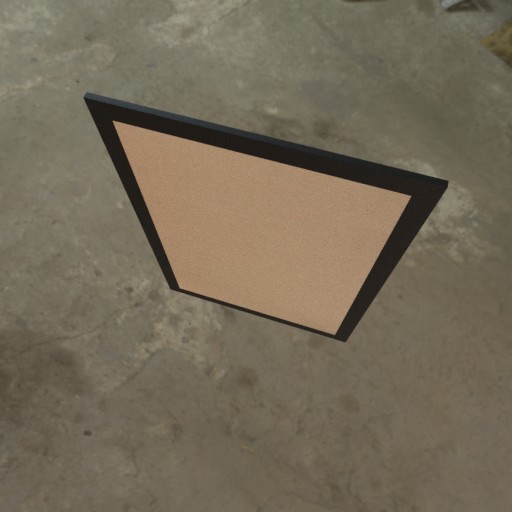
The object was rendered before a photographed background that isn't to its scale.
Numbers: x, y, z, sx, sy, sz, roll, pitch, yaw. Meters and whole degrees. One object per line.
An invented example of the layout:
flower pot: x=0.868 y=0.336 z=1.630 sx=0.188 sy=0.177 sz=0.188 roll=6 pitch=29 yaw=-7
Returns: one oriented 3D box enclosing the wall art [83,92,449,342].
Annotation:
wall art: x=0.000 y=0.000 z=0.678 sx=0.379 sy=0.530 sz=0.008 roll=16 pitch=64 yaw=8
